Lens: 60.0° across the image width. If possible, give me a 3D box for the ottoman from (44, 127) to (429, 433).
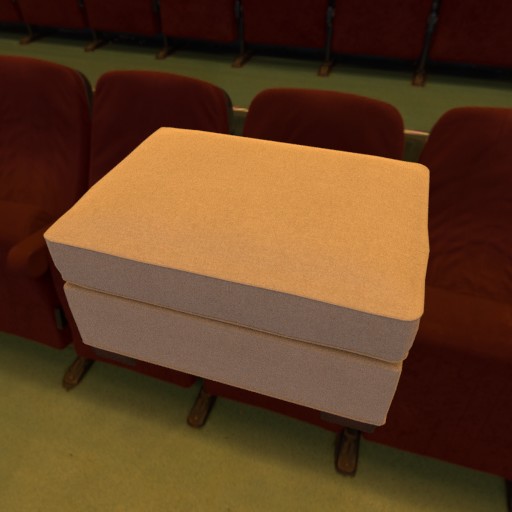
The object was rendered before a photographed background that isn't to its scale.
[{"bbox_3d":[0.000,0.000,1.253,0.846,0.503,0.617,12,42,13],"label":"ottoman"}]
